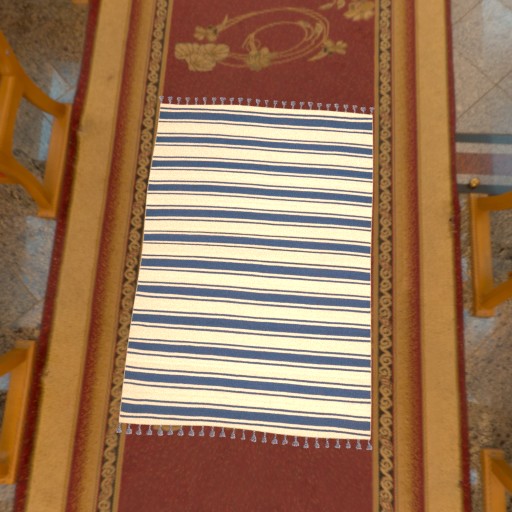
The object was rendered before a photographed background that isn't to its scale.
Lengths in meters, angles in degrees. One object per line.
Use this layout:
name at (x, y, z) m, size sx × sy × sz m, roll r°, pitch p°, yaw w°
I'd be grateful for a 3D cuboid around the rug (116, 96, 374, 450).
rug at (0.000, 0.000, 2.923) m, size 1.544 × 0.010 × 2.315 m, roll 4°, pitch 77°, yaw 1°
